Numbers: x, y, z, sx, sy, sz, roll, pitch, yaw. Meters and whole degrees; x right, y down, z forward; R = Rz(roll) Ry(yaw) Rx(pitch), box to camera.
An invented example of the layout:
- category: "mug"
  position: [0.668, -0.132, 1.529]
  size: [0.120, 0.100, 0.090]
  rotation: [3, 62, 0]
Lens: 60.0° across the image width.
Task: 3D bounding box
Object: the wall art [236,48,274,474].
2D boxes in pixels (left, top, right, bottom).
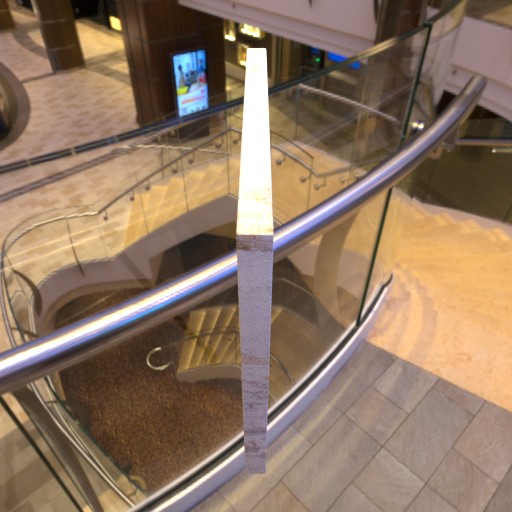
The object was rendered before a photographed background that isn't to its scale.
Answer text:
- category: "wall art"
  position: [0.000, 0.000, 0.900]
  size: [0.040, 0.613, 0.611]
  rotation: [0, 42, 0]
